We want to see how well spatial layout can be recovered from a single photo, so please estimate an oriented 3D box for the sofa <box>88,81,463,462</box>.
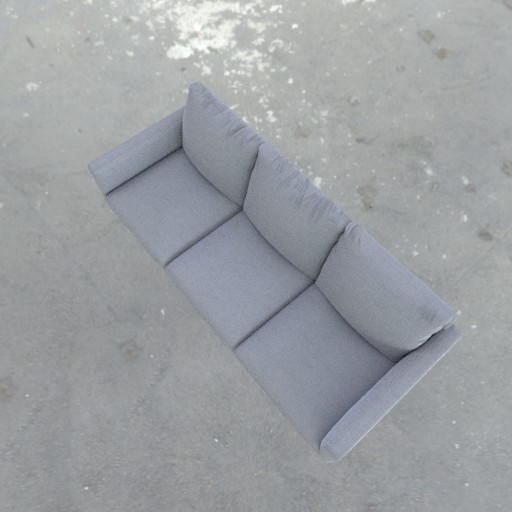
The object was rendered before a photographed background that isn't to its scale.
[{"bbox_3d":[0.000,0.000,2.408,0.850,0.830,2.000,-38,69,-17],"label":"sofa"}]
